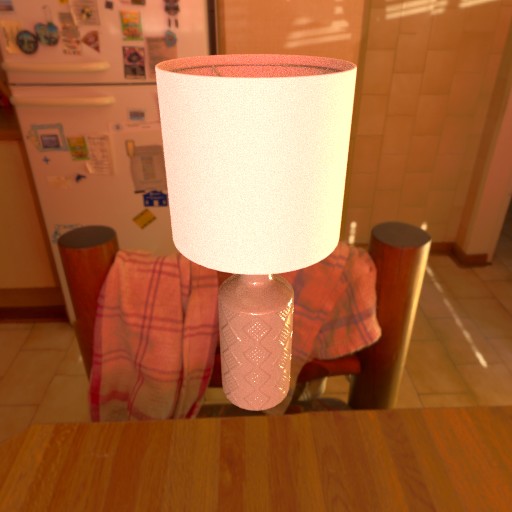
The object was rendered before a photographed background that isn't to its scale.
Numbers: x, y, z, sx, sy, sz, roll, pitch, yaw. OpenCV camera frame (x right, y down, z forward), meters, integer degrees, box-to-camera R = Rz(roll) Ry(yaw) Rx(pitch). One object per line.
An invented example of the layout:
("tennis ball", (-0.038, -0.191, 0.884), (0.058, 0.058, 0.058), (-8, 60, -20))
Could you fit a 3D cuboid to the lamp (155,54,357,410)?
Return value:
("lamp", (0.000, 0.000, 0.576), (0.207, 0.461, 0.207), (-17, 34, -28))
